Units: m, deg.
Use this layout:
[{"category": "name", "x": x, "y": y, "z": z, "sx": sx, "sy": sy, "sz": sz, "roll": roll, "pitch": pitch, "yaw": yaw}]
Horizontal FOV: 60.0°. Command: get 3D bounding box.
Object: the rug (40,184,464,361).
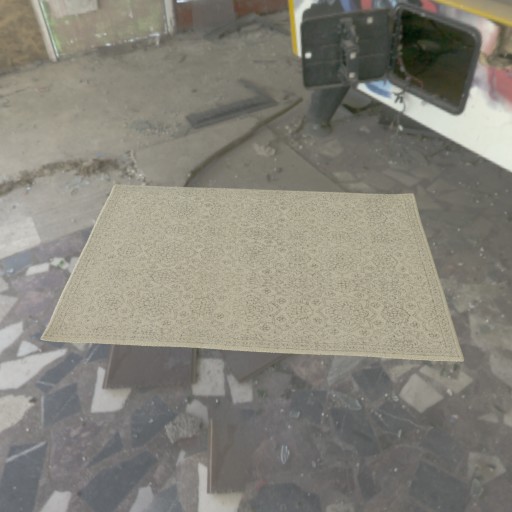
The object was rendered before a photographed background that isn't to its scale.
[{"category": "rug", "x": 0.000, "y": 0.000, "z": 2.444, "sx": 1.947, "sy": 0.023, "sz": 1.214, "roll": 2, "pitch": 45, "yaw": 2}]
